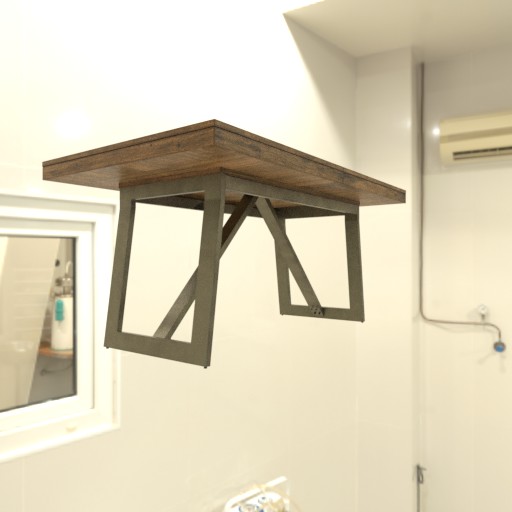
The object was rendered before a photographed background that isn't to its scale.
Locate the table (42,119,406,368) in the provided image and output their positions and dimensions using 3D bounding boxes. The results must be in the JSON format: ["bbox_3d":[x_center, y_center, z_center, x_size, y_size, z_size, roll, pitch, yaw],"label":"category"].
[{"bbox_3d":[0.000,0.000,2.170,0.931,0.757,1.641,0,0,37],"label":"table"}]
